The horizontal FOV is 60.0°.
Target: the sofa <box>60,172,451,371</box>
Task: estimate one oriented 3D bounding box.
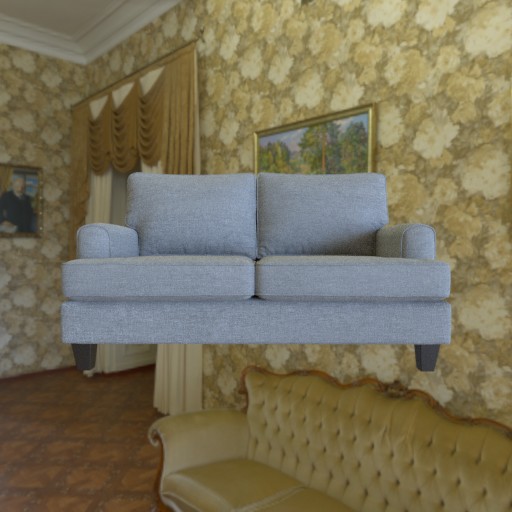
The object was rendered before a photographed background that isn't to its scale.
[{"bbox_3d":[0.000,0.000,2.276,1.651,0.965,0.965,0,1,1],"label":"sofa"}]
